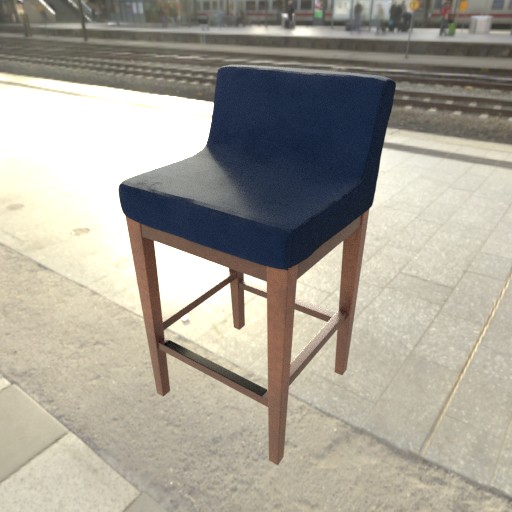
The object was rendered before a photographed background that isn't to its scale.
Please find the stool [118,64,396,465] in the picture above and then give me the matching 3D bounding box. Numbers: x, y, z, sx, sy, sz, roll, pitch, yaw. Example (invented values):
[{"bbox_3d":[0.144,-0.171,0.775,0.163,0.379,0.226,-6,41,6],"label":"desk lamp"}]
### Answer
[{"bbox_3d":[0.000,0.000,1.252,0.511,0.945,0.516,18,34,30],"label":"stool"}]
